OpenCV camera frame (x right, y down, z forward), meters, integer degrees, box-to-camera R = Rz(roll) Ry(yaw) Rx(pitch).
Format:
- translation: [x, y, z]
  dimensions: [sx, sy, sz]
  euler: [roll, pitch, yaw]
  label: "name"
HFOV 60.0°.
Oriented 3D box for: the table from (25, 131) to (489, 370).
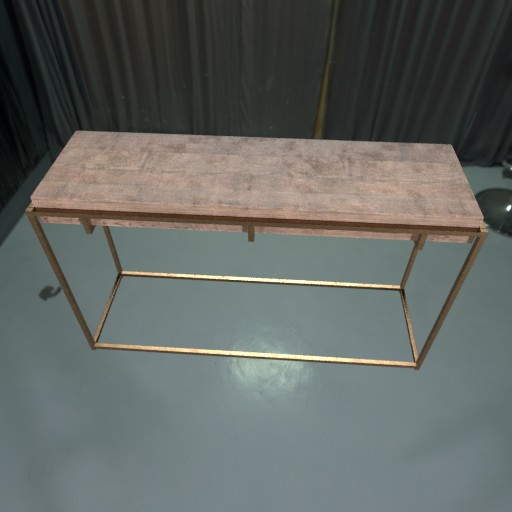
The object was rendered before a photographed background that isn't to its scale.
- translation: [0.000, 0.000, 1.753]
  dimensions: [1.400, 0.820, 0.440]
  euler: [3, 46, 3]
  label: "table"
